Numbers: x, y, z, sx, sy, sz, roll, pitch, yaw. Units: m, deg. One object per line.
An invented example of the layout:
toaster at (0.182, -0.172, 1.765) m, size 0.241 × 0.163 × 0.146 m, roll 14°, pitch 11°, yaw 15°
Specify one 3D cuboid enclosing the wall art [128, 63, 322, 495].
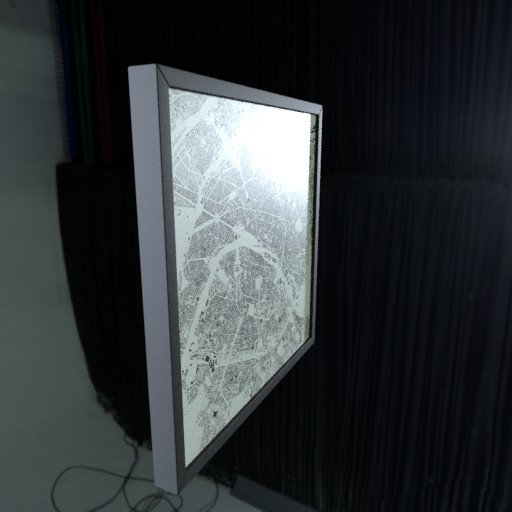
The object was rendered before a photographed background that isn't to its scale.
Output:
wall art at (0.000, 0.000, 0.726) m, size 0.037 × 0.508 × 0.508 m, roll 7°, pitch 15°, yaw 26°
